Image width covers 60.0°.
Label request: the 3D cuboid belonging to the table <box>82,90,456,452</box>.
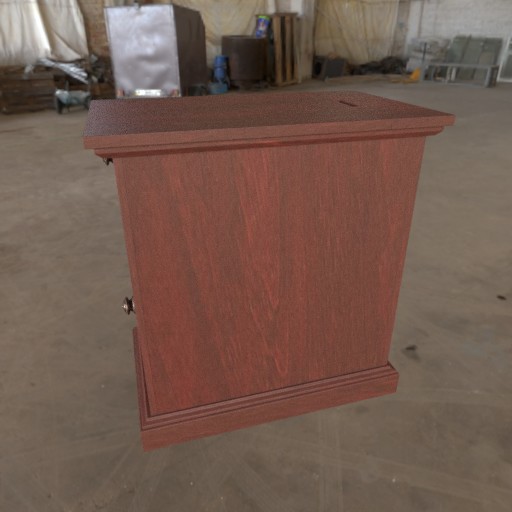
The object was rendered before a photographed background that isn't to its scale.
[{"bbox_3d":[0.000,0.000,0.950,0.584,0.612,0.356,-8,28,-15],"label":"table"}]
